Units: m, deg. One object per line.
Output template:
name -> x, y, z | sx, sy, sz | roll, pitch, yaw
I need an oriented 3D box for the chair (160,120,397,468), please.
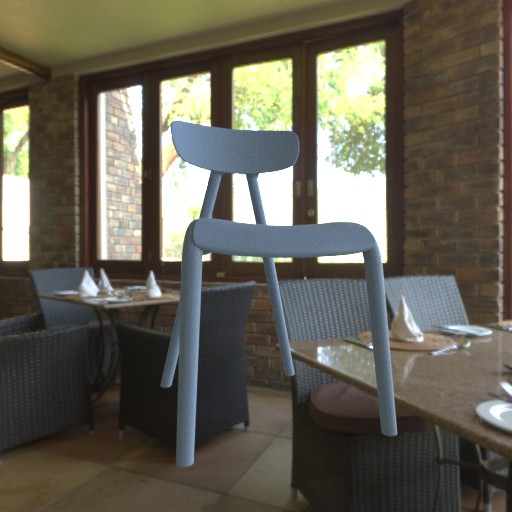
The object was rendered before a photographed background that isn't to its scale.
chair -> 0.000, 0.000, 0.846 | 0.356, 0.580, 0.401 | 0, 0, -18
